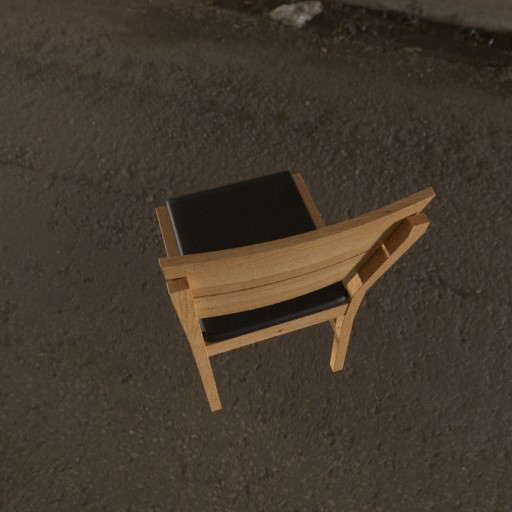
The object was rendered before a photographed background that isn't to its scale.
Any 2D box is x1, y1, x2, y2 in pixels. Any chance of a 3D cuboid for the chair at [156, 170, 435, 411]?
[{"bbox_3d":[0.000,0.000,1.249,0.475,0.950,0.569,-15,59,-9],"label":"chair"}]
